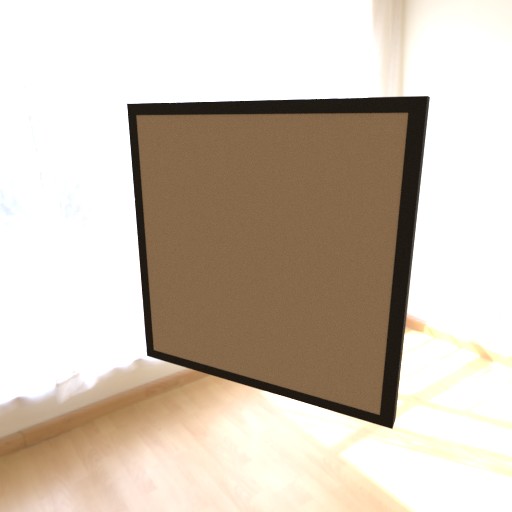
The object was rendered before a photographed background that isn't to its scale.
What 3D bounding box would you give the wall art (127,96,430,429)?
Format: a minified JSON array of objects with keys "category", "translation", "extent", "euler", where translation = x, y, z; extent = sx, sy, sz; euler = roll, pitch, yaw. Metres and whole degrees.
[{"category":"wall art","translation":[0.000,0.000,0.459],"extent":[0.306,0.304,0.015],"euler":[9,19,26]}]
